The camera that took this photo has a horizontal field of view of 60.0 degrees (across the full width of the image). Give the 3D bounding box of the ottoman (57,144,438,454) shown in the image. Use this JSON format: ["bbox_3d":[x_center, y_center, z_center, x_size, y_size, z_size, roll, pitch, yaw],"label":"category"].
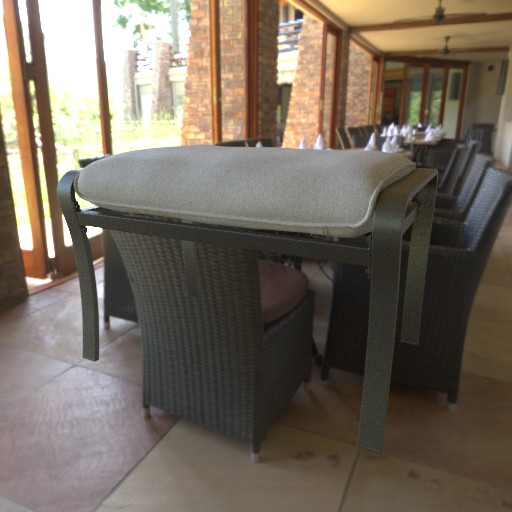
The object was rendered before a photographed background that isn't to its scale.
[{"bbox_3d":[0.000,0.000,0.888,0.610,0.422,0.406,8,19,26],"label":"ottoman"}]
